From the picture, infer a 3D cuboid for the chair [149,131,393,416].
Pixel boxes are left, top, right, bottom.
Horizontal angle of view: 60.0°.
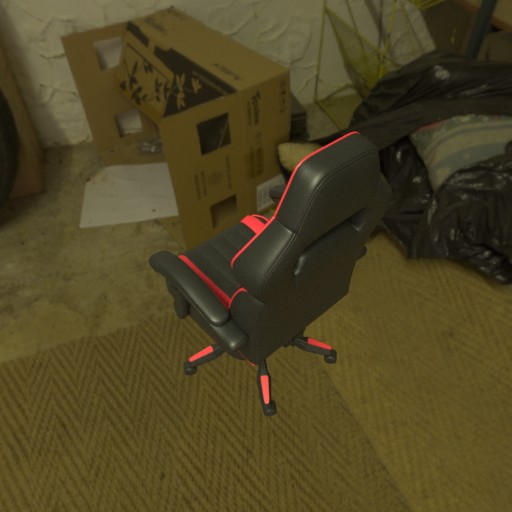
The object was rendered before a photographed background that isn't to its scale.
[{"bbox_3d":[0.000,0.000,1.670,0.700,1.220,0.700,-33,54,-27],"label":"chair"}]
